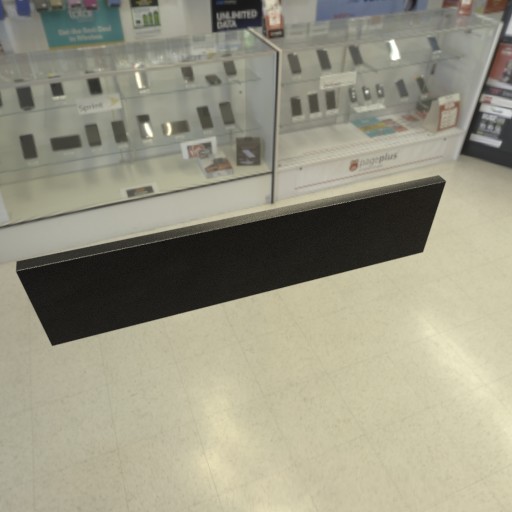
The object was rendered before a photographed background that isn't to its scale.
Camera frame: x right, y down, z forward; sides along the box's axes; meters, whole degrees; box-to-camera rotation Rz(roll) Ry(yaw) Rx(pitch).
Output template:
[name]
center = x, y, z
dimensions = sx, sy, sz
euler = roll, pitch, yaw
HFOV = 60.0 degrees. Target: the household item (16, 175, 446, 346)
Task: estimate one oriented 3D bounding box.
[household item]
center = 0.000, 0.000, 1.075
dimensions = 1.001, 0.236, 0.030
euler = -13, 43, -14
